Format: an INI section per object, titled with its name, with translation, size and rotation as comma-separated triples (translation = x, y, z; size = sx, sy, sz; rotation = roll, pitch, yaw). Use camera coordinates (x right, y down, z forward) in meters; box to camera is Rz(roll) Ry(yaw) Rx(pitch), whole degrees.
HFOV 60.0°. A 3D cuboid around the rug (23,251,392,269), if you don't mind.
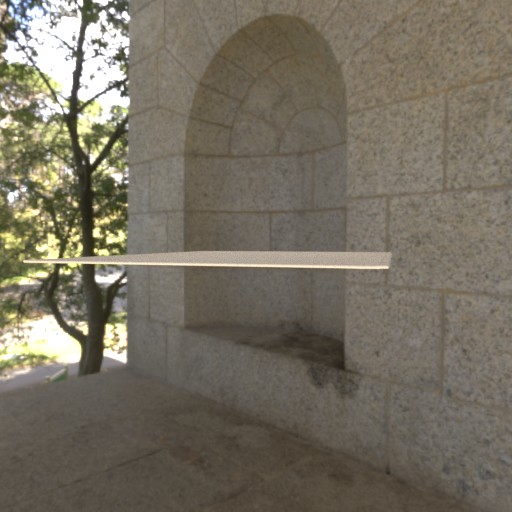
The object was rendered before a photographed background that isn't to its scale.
[rug]
translation = 0.000, 0.000, 4.120
size = 2.407, 0.020, 3.051
rotation = 1, 2, 17
